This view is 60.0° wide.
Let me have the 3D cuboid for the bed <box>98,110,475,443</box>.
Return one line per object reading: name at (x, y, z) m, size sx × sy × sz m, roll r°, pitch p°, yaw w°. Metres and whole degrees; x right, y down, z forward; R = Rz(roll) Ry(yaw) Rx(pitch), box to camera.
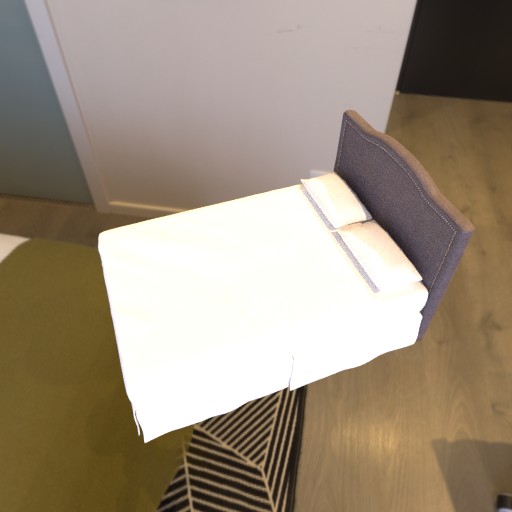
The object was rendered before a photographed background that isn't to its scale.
bed at (0.000, 0.000, 3.612) m, size 2.507 × 1.441 × 1.741 m, roll -15°, pitch 49°, yaw -14°
